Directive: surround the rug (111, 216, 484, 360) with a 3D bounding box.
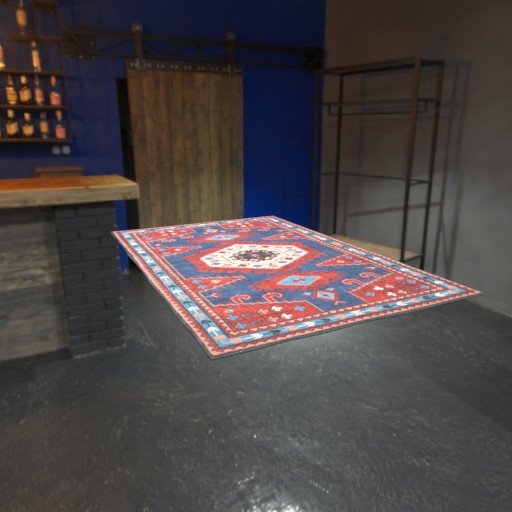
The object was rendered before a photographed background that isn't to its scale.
[{"bbox_3d":[0.000,0.000,2.346,1.207,0.012,1.820,-8,18,-25],"label":"rug"}]
